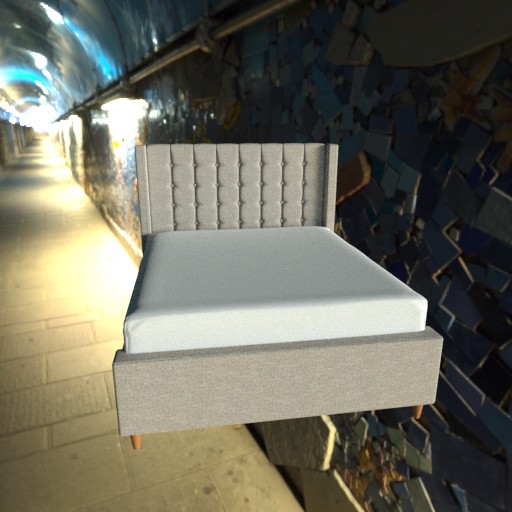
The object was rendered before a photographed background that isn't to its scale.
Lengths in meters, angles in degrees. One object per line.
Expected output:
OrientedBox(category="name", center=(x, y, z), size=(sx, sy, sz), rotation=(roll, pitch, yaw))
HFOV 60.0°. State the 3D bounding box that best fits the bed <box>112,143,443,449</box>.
OrientedBox(category="bed", center=(0.000, 0.000, 3.714), size=(2.044, 1.748, 2.372), rotation=(-3, 17, -9))
